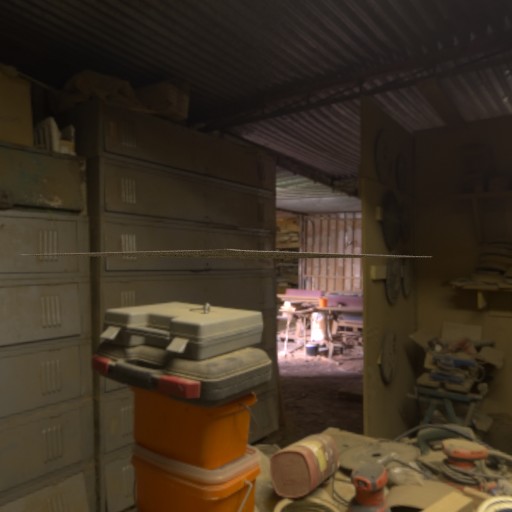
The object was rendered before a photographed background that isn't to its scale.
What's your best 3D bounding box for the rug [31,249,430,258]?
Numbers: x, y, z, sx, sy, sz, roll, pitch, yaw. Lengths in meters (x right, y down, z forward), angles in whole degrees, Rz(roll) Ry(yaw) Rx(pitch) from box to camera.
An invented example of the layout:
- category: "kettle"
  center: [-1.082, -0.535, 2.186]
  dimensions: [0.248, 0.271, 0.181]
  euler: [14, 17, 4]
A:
- category: "rug"
  center: [0.000, 0.000, 2.266]
  dimensions: [1.223, 0.008, 1.813]
  euler: [-1, -1, 38]
